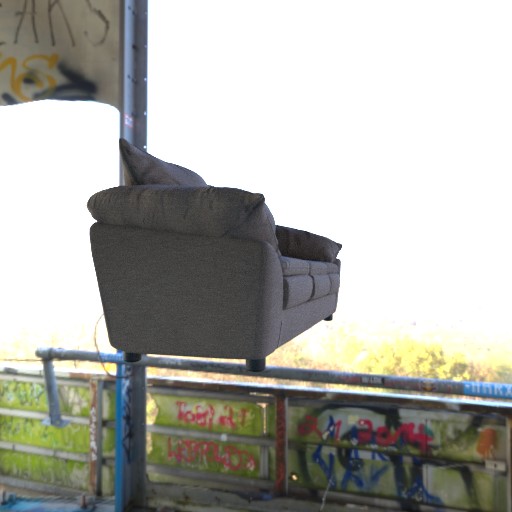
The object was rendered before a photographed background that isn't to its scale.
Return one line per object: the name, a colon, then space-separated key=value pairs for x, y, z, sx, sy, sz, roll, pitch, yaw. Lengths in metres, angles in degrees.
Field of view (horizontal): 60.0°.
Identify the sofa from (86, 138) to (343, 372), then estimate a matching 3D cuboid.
sofa: x=0.000 y=0.000 z=2.937 sx=0.927 sy=1.043 sz=2.390 roll=-1 pitch=-2 yaw=18
